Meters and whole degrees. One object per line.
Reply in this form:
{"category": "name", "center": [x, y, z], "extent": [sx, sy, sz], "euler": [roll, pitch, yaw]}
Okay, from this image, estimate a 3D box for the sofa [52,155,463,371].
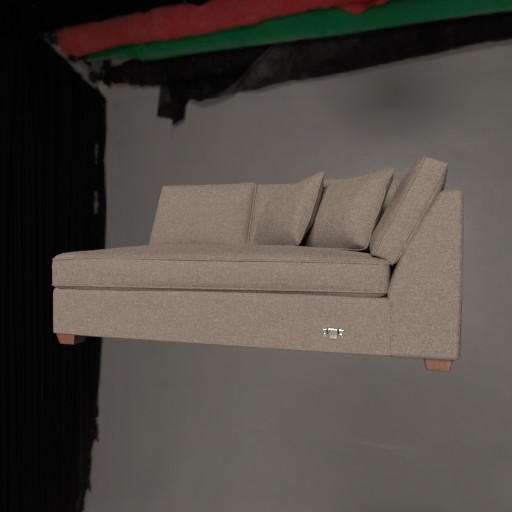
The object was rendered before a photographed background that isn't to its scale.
{"category": "sofa", "center": [0.000, 0.000, 2.774], "extent": [2.237, 1.033, 1.110], "euler": [0, 1, 17]}
